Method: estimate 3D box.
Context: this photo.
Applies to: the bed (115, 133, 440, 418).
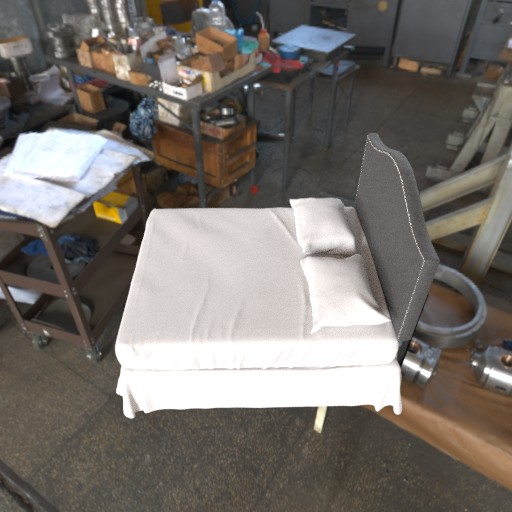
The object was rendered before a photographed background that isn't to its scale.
[{"bbox_3d":[0.000,0.000,3.495,2.221,1.645,1.876,-1,42,-1],"label":"bed"}]
